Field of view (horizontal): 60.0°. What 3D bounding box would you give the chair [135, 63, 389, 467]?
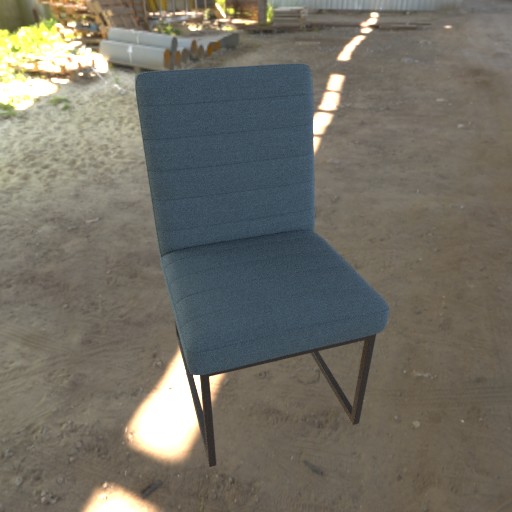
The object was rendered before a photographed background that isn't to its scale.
[{"bbox_3d":[0.000,0.000,1.273,0.520,0.930,0.634,-10,34,-15],"label":"chair"}]
